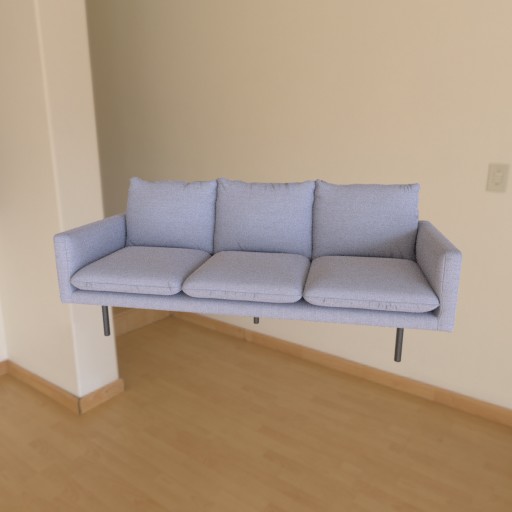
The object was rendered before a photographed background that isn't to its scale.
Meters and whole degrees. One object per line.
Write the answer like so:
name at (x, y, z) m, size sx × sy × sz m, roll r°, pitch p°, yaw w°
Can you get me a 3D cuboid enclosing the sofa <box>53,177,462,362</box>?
sofa at (0.000, 0.000, 2.523) m, size 2.000 × 0.830 × 0.850 m, roll 3°, pitch 15°, yaw 11°
